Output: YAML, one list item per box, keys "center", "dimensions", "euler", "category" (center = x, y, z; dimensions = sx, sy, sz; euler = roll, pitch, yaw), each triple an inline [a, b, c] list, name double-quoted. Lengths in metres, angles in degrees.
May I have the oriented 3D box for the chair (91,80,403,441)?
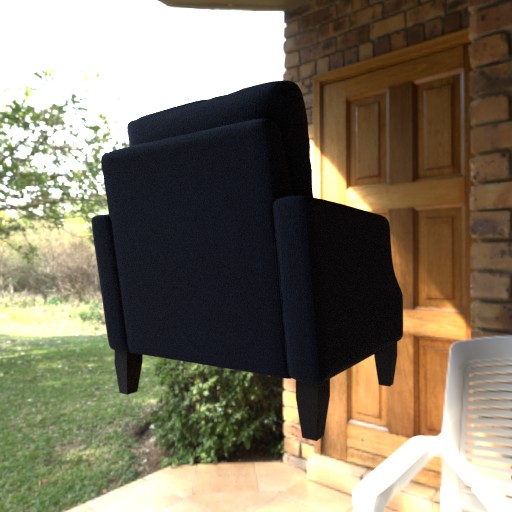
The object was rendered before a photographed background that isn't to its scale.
- center: [0.000, 0.000, 1.641]
  dimensions: [0.855, 0.991, 0.897]
  euler: [-1, -1, 34]
  category: "chair"
